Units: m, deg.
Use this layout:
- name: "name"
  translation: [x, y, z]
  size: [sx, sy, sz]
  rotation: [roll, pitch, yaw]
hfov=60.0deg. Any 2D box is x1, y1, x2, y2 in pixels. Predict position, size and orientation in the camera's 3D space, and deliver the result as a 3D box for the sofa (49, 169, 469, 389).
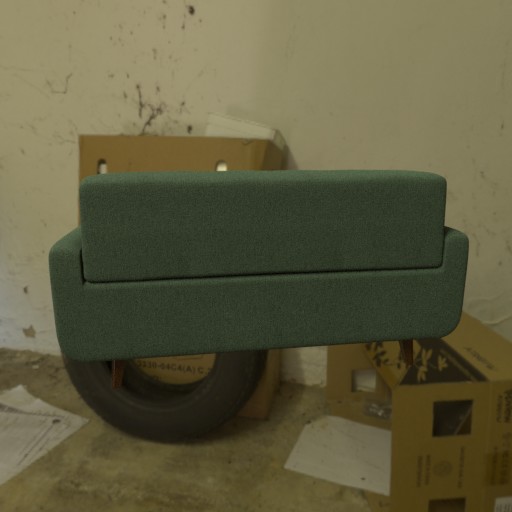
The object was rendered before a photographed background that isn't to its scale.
- name: "sofa"
  translation: [0.000, 0.000, 2.138]
  size: [1.631, 0.841, 0.909]
  rotation: [-2, 14, -9]
